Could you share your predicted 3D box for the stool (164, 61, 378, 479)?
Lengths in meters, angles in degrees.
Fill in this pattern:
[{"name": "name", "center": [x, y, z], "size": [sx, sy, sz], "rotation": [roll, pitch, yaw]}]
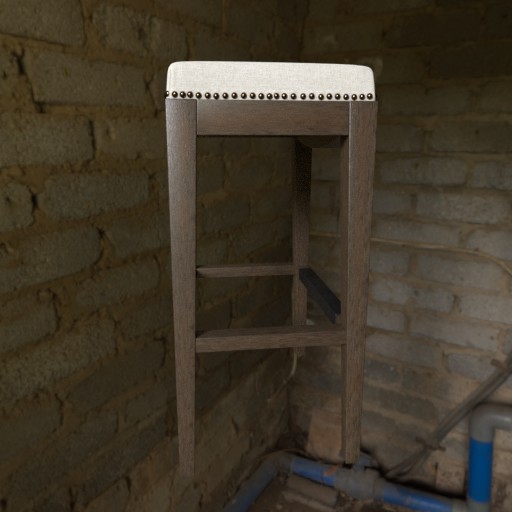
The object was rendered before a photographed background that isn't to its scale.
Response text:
[{"name": "stool", "center": [0.000, 0.000, 1.020], "size": [0.358, 0.759, 0.498], "rotation": [-2, 15, -7]}]
